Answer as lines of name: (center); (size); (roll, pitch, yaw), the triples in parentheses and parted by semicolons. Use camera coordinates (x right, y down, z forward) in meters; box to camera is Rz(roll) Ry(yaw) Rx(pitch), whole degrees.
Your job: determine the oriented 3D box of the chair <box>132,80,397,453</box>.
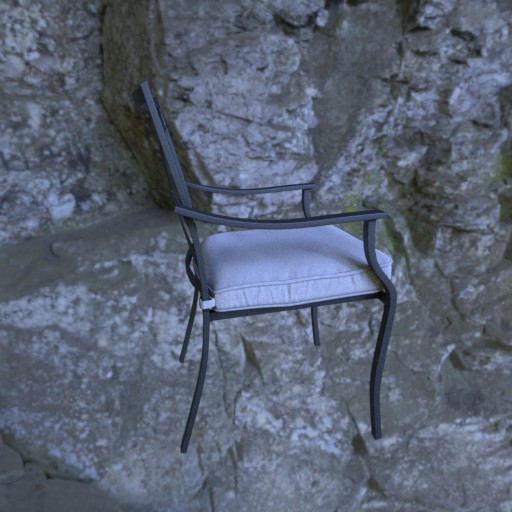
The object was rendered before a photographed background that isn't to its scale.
chair: (0.000, 0.000, 1.274); (0.620, 0.889, 0.575); (-3, 16, -9)
